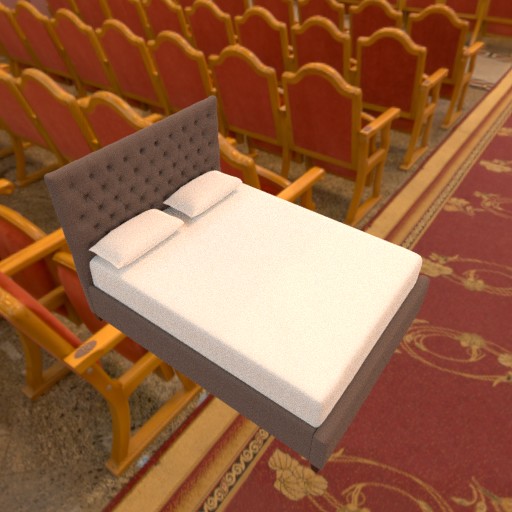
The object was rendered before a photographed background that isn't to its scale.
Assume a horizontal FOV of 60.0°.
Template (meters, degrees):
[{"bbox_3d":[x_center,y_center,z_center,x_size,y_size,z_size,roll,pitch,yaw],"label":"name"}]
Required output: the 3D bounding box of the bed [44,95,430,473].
[{"bbox_3d":[0.000,0.000,3.337,2.233,1.426,1.696,26,47,27],"label":"bed"}]
